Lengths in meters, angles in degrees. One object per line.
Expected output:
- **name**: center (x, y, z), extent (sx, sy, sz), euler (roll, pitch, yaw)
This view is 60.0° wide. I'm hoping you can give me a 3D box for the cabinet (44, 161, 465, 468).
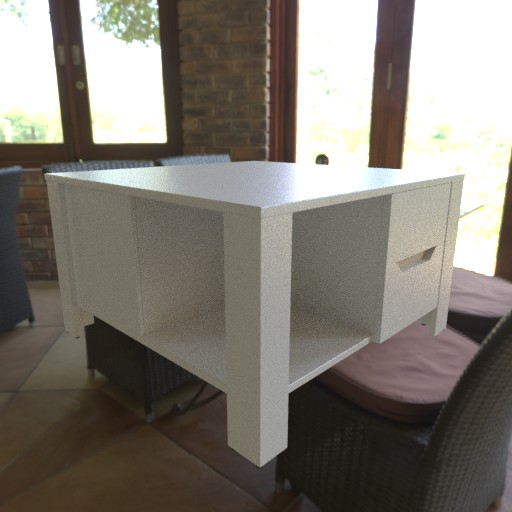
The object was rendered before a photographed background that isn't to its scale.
- **cabinet**: center (0.000, 0.000, 1.251), extent (0.800, 0.460, 0.800), euler (15, 21, 42)
